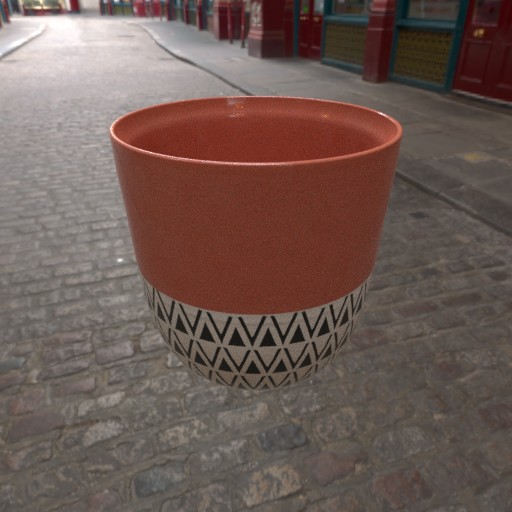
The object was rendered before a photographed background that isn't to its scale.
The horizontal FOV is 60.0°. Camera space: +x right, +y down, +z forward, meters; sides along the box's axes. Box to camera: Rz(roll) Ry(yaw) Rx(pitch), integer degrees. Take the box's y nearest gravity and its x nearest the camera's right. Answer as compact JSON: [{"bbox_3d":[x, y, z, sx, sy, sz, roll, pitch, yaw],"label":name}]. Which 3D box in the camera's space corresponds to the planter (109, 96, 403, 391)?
[{"bbox_3d":[0.000,0.000,0.357,0.195,0.214,0.195,0,29,0],"label":"planter"}]
